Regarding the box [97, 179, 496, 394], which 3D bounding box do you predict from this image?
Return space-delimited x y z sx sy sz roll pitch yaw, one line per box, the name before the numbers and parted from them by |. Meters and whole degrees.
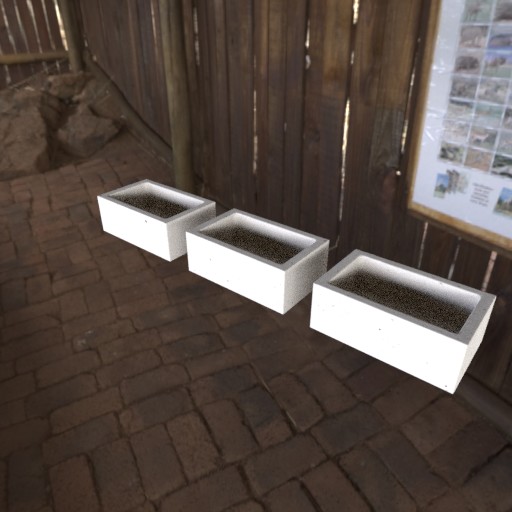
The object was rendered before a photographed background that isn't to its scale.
box | 0.000 0.000 0.488 0.461 0.051 0.082 22 36 33
